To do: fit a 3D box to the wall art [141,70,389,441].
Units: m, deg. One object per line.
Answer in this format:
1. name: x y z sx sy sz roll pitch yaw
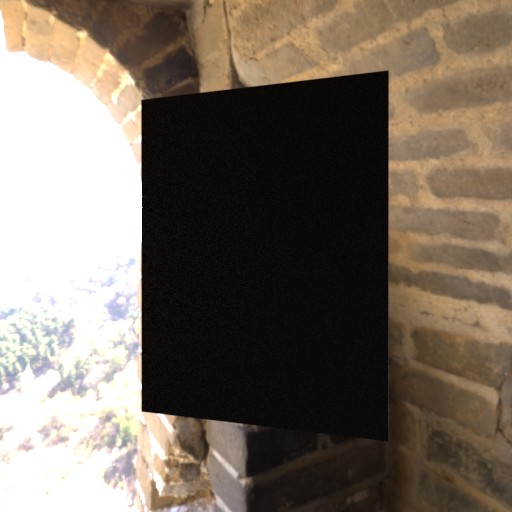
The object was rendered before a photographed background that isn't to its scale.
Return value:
1. wall art: 0.000 0.000 1.407 0.806 1.062 0.038 0 0 17
